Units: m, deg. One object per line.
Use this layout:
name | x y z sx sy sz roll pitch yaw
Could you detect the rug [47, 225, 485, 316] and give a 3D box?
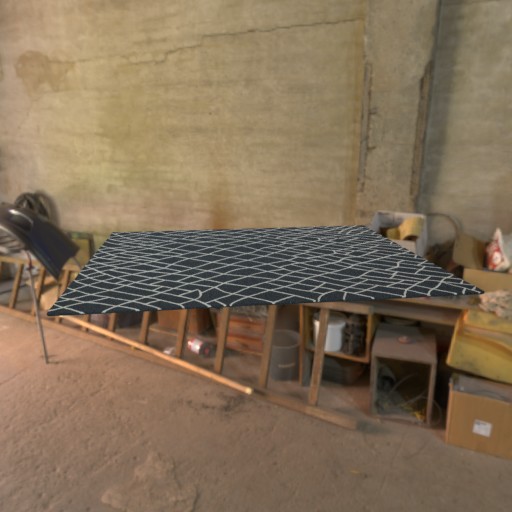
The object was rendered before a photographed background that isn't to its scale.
rug | 0.000 0.000 4.185 3.047 0.022 2.439 -2 16 -7
